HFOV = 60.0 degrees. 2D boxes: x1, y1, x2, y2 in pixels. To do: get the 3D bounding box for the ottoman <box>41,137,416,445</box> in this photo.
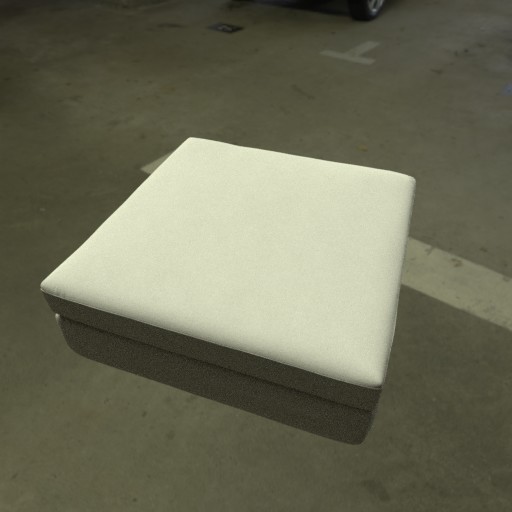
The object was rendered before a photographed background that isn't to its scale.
[{"bbox_3d":[0.000,0.000,1.835,1.167,0.482,1.163,13,43,15],"label":"ottoman"}]
